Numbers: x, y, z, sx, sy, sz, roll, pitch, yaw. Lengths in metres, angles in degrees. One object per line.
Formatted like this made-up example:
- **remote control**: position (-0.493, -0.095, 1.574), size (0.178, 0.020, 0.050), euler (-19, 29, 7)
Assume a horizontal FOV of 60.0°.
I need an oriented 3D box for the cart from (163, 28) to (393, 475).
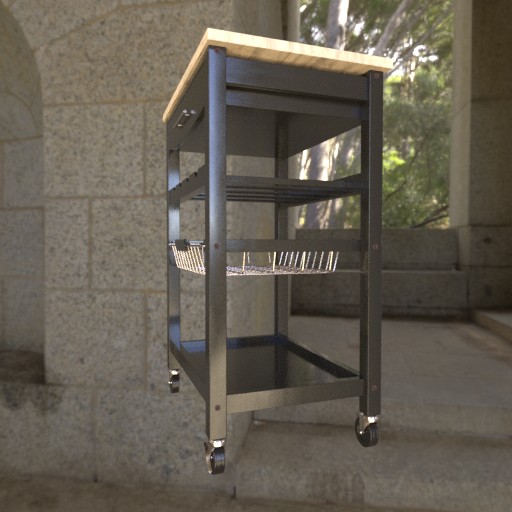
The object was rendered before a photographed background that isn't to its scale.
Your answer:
- **cart**: position (0.000, 0.000, 1.148), size (0.403, 0.839, 0.584), euler (-1, 2, -20)
